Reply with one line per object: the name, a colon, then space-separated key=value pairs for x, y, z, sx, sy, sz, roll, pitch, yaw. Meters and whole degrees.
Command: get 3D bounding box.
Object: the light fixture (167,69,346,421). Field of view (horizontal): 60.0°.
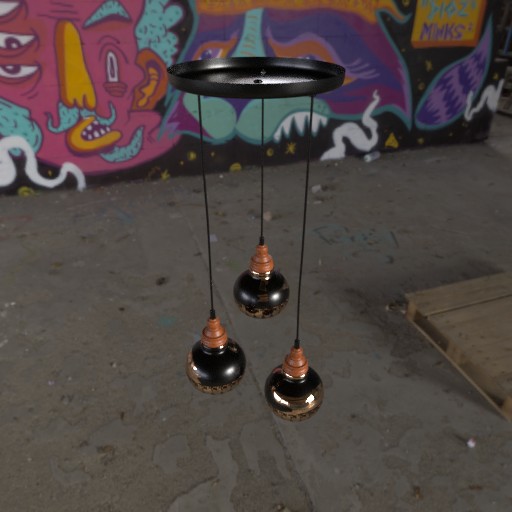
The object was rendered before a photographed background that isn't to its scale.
light fixture: x=0.000 y=0.000 z=1.780 sx=0.608 sy=1.410 sz=0.605 roll=1 pitch=31 yaw=1
